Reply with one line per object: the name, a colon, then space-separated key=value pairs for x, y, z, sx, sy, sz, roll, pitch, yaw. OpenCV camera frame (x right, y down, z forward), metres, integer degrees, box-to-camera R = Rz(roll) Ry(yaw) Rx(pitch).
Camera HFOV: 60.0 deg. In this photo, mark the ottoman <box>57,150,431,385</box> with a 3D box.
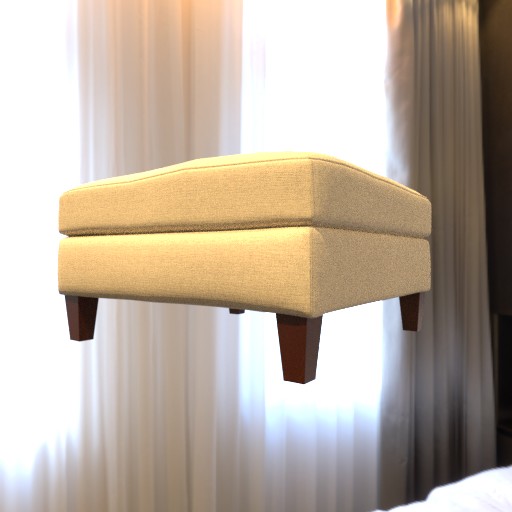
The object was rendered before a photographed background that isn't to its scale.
ottoman: x=0.000 y=0.000 z=1.349 sx=0.838 sy=0.478 sz=0.838 roll=0 pitch=0 yaw=36
